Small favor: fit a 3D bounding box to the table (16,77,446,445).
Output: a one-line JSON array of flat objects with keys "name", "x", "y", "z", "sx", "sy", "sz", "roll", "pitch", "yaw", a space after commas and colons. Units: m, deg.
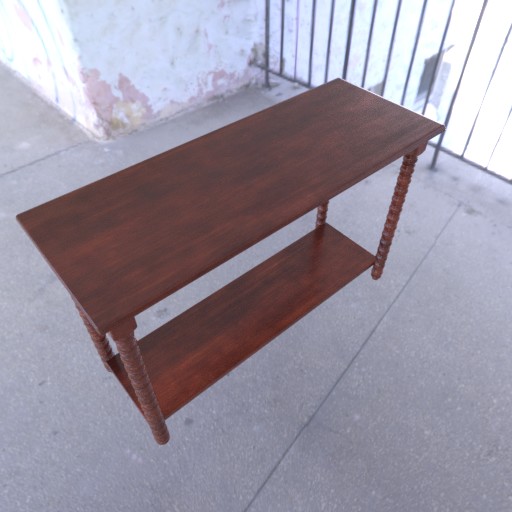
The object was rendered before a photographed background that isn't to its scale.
[{"name": "table", "x": 0.000, "y": 0.000, "z": 1.501, "sx": 1.184, "sy": 0.740, "sz": 0.459, "roll": -32, "pitch": 54, "yaw": -27}]
